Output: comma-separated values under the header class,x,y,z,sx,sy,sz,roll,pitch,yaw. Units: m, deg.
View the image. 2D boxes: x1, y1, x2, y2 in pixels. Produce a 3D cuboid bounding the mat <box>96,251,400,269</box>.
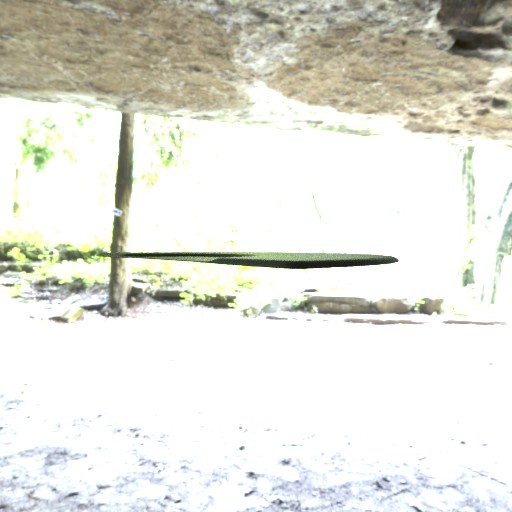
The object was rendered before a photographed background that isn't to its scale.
class,x,y,z,sx,sy,sz,roll,pitch,yaw
mat,0.000,0.000,1.919,0.917,0.022,1.525,-1,2,-37
